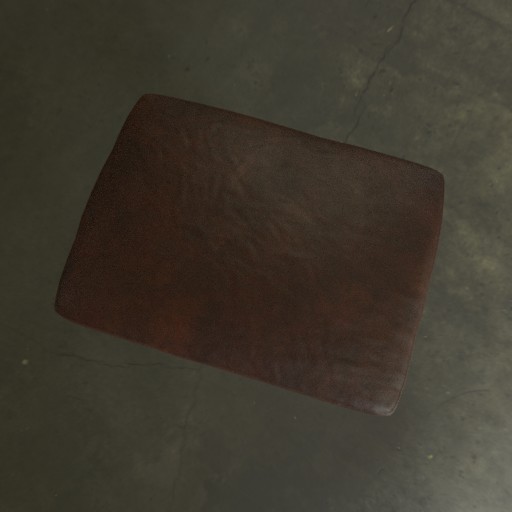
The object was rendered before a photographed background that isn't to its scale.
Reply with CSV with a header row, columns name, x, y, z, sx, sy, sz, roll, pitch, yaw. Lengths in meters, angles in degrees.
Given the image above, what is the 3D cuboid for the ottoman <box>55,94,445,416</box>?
name,x,y,z,sx,sy,sz,roll,pitch,yaw
ottoman,0.000,0.000,1.280,0.887,0.527,0.659,16,77,4
